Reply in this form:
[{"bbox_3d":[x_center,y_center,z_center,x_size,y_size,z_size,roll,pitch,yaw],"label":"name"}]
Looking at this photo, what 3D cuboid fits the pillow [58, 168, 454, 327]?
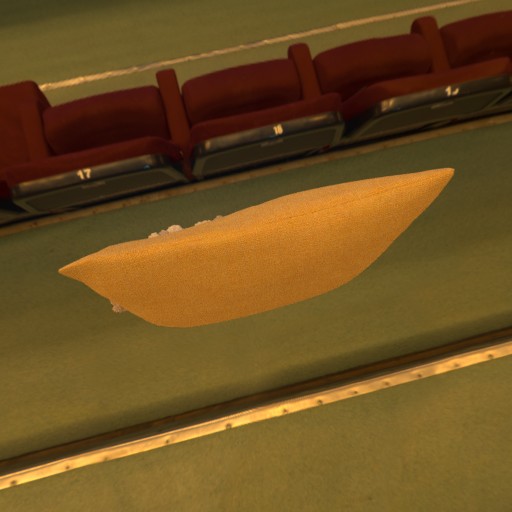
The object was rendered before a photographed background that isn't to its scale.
[{"bbox_3d":[0.000,0.000,0.733,0.485,0.481,0.167,-14,77,-3],"label":"pillow"}]
